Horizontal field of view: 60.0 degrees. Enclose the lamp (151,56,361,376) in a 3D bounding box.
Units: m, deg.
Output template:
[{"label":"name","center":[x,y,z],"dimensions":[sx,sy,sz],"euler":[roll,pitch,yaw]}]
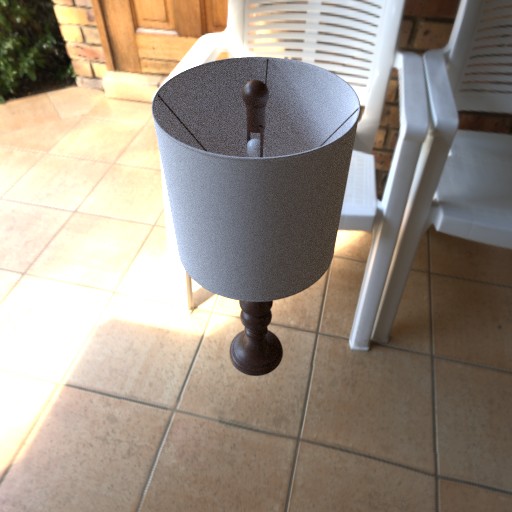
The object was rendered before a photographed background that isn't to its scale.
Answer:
[{"label":"lamp","center":[0.000,0.000,0.737],"dimensions":[0.250,0.597,0.250],"euler":[6,47,5]}]
